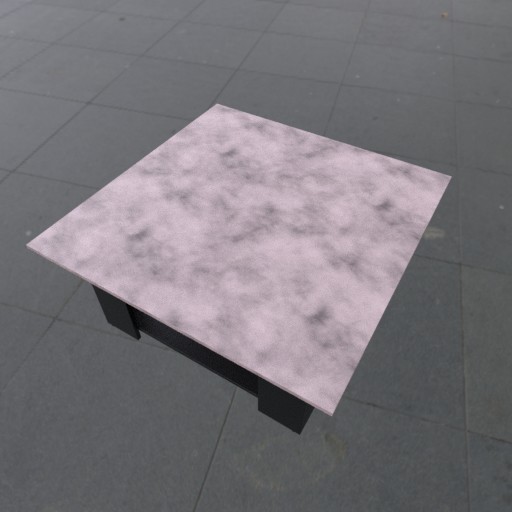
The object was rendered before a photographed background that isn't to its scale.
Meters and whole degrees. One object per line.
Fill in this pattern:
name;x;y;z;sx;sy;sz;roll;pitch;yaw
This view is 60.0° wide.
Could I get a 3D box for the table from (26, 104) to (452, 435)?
table;0.000;0.000;1.074;0.670;0.305;0.670;24;51;21
